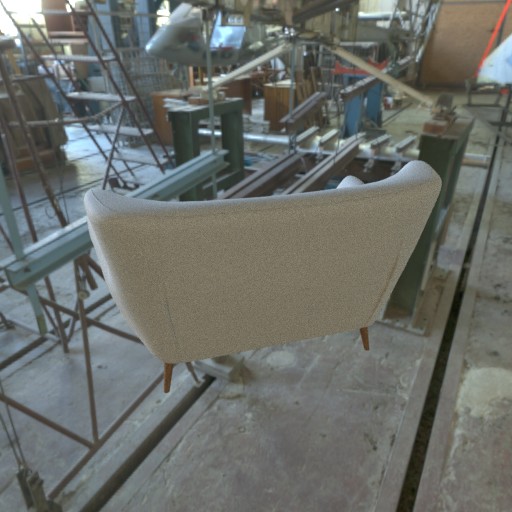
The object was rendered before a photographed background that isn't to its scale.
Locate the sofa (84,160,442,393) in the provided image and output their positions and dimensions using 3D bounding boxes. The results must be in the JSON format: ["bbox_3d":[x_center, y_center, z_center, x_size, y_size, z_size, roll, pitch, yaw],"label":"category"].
[{"bbox_3d":[0.000,0.000,2.004,1.424,0.878,0.921,-8,28,-15],"label":"sofa"}]
